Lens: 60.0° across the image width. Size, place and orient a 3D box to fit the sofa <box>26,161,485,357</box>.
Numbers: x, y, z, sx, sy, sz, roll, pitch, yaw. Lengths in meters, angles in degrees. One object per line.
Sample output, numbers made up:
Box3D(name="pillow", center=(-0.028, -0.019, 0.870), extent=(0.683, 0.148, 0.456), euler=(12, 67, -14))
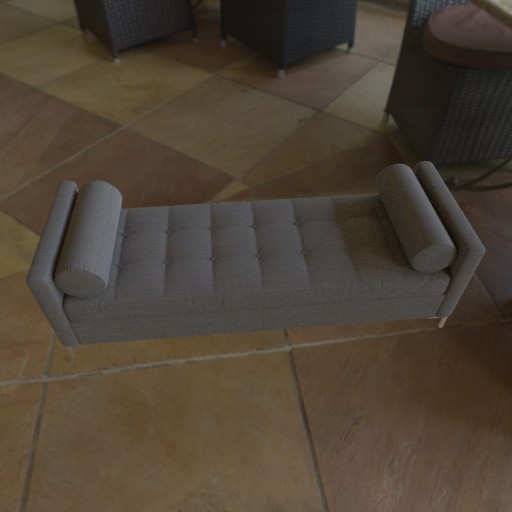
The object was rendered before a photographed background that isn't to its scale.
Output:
Box3D(name="sofa", center=(0.000, 0.000, 2.334), extent=(1.981, 0.635, 0.686), euler=(-4, 47, -4))
